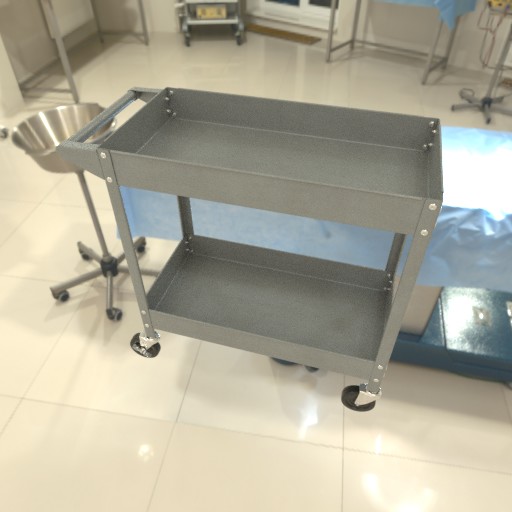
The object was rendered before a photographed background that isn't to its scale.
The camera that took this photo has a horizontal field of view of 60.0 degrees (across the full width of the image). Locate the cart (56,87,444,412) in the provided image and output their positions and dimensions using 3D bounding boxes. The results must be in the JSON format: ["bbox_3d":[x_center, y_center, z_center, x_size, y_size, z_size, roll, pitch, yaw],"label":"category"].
[{"bbox_3d":[0.000,0.000,1.185,0.779,0.719,0.366,11,43,12],"label":"cart"}]
